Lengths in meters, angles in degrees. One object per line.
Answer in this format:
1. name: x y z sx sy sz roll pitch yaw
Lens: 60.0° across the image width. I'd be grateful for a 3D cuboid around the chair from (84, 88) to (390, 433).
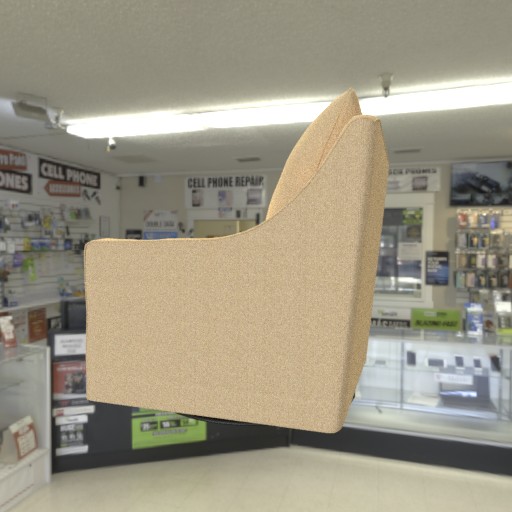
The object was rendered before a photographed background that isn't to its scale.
1. chair: 0.000 0.000 1.565 0.876 0.927 0.760 1 2 19
